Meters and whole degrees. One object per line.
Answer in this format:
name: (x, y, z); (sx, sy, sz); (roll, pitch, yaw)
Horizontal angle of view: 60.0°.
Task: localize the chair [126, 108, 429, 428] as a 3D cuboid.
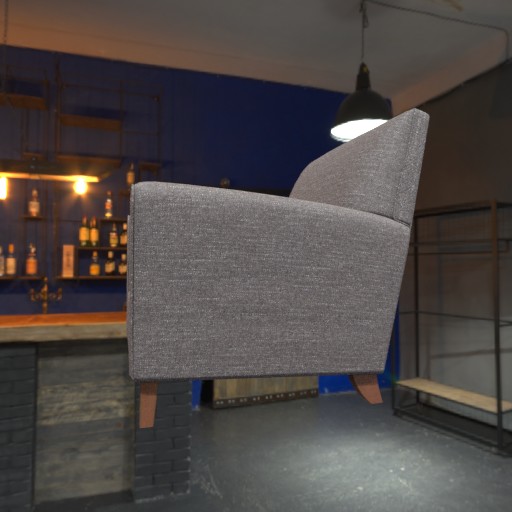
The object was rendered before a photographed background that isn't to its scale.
chair: (0.000, 0.000, 1.574); (0.875, 0.885, 0.838); (0, -1, -17)
